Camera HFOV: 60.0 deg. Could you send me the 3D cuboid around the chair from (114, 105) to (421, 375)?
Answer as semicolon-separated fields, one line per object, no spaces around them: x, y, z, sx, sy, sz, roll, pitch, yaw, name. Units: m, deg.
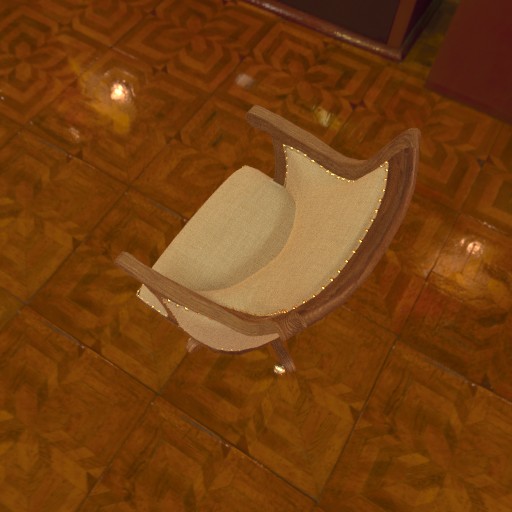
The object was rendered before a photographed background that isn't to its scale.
0.000;0.000;1.441;0.689;0.965;0.656;31;68;14;chair
